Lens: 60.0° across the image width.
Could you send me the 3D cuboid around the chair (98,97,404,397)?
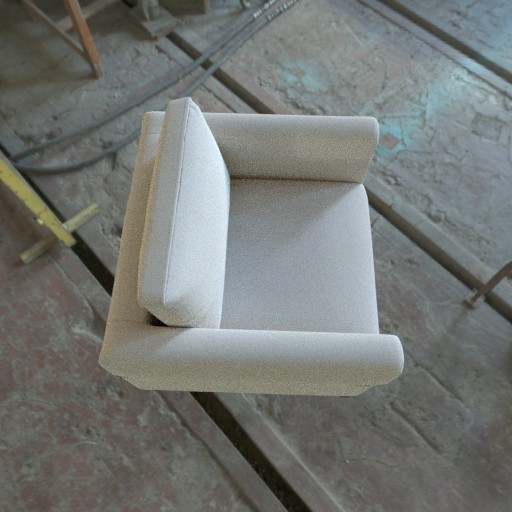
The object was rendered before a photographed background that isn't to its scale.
[{"bbox_3d":[0.000,0.000,1.684,0.896,0.915,0.982,2,65,1],"label":"chair"}]
